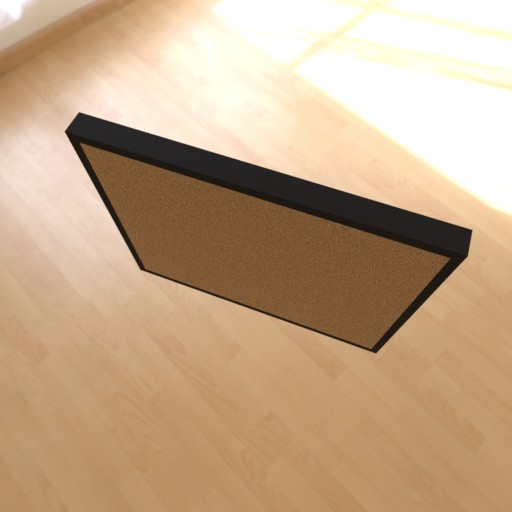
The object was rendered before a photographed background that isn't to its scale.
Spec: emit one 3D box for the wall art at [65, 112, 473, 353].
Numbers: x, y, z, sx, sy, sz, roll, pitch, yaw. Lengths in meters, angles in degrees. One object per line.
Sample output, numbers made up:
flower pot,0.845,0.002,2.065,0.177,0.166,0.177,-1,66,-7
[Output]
wall art,0.000,0.000,0.561,0.397,0.325,0.028,18,65,9
